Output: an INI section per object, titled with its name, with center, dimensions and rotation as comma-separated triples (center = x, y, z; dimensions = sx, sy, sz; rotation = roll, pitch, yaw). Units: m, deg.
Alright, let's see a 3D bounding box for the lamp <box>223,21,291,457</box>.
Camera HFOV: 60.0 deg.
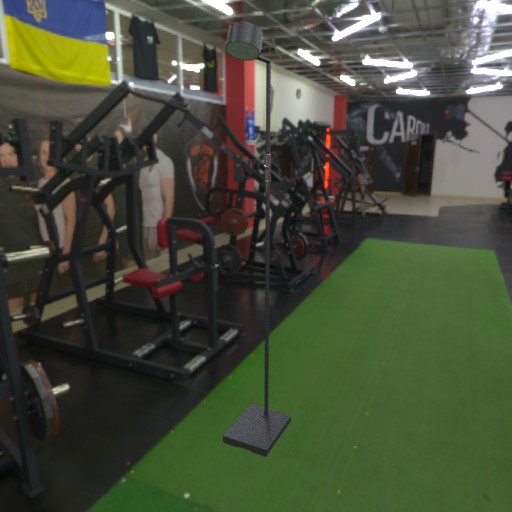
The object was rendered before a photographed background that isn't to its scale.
[lamp]
center = 0.000, 0.000, 1.721
dimensions = 0.203, 1.600, 0.304
rotation = 7, 16, 26
